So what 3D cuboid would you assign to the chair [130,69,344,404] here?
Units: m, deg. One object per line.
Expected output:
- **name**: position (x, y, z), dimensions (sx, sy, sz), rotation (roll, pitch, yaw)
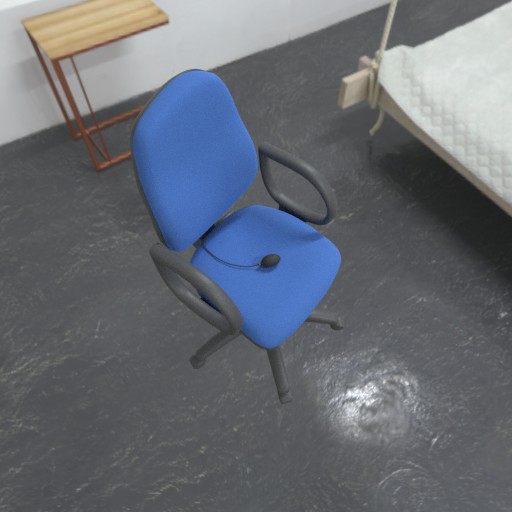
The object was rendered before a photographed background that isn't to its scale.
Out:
- **chair**: position (0.000, 0.000, 1.242), dimensions (0.549, 0.905, 0.552), rotation (33, 64, 19)
